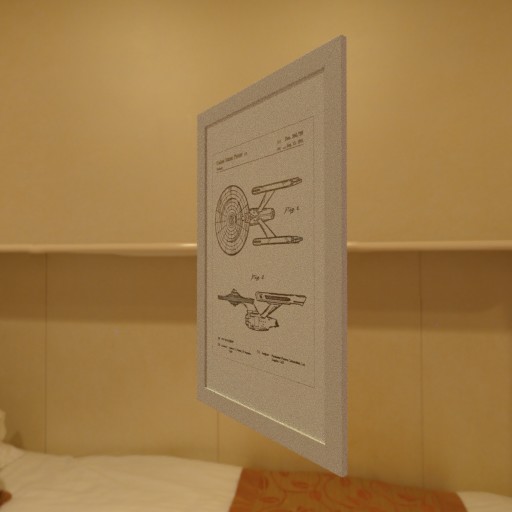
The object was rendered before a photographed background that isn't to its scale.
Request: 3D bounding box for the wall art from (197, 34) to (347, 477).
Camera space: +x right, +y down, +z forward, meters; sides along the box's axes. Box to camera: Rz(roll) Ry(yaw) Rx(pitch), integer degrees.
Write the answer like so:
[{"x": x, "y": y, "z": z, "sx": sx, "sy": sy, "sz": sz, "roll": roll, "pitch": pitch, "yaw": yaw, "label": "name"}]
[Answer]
[{"x": 0.000, "y": 0.000, "z": 0.846, "sx": 0.011, "sy": 0.659, "sz": 0.454, "roll": 0, "pitch": -1, "yaw": -36, "label": "wall art"}]
